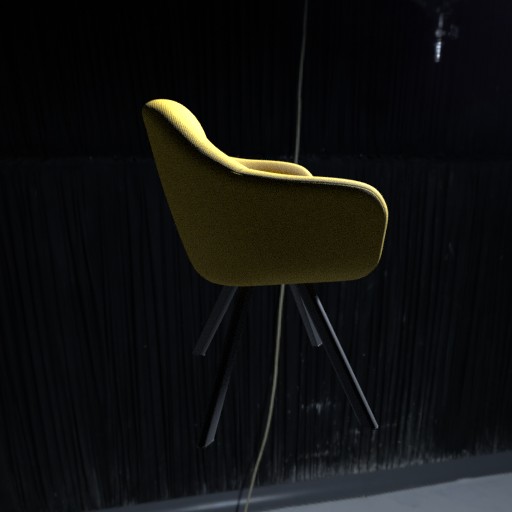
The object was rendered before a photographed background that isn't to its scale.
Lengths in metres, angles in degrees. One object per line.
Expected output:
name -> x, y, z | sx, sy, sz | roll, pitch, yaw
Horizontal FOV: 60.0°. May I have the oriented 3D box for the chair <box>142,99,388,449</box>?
chair -> 0.000, 0.000, 1.201 | 0.550, 0.795, 0.590 | -2, 16, -9
